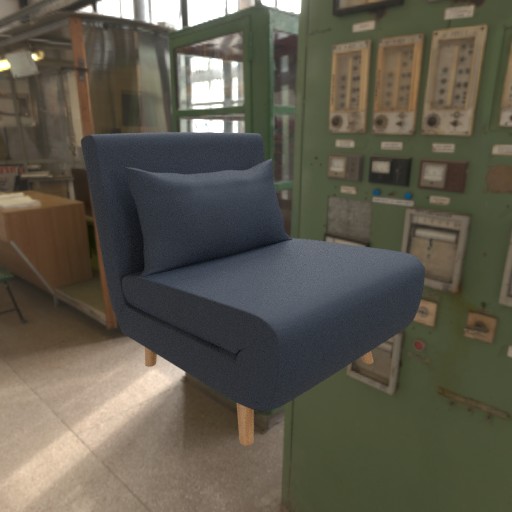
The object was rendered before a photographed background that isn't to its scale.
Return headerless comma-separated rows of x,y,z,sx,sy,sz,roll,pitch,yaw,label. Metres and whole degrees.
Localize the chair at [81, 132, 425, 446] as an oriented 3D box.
0.000,0.000,1.506,0.770,0.808,0.900,-15,22,-43,chair
